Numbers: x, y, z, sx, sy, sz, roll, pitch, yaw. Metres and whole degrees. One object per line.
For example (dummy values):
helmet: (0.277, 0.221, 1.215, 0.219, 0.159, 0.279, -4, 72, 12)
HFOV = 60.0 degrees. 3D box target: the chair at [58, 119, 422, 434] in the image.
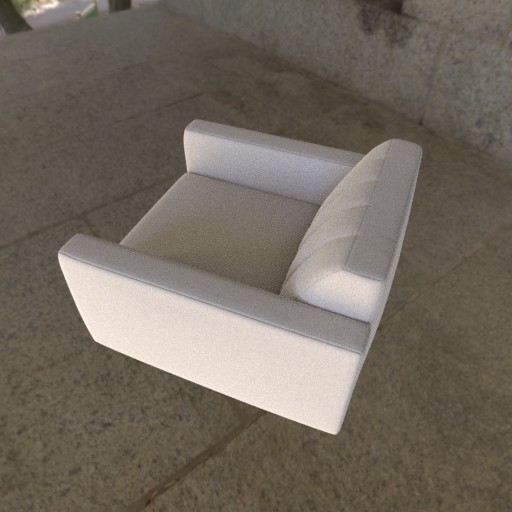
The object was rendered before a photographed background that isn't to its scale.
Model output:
chair: (0.000, 0.000, 1.686, 0.998, 0.819, 0.953, 16, 48, 16)
